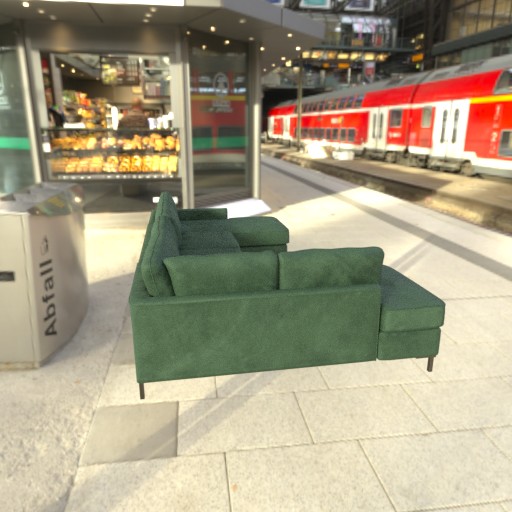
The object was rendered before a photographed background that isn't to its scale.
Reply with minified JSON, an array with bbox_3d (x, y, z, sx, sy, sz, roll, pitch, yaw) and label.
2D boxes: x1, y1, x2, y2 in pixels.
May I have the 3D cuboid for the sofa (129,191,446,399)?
[{"bbox_3d":[0.000,0.000,4.069,1.992,0.861,2.994,-3,17,-10],"label":"sofa"}]
